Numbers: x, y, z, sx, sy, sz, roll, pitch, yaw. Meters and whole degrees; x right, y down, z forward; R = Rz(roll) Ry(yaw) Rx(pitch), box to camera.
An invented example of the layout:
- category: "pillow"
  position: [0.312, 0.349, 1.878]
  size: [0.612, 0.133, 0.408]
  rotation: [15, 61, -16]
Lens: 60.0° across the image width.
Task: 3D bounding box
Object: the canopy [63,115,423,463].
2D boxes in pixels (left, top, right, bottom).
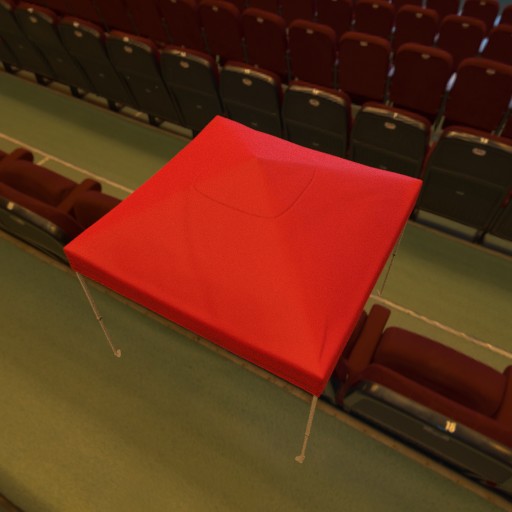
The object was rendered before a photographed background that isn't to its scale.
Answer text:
- category: "canopy"
  position: [0.000, 0.000, 5.565]
  size: [2.996, 2.997, 2.998]
  rotation: [23, 53, 19]
